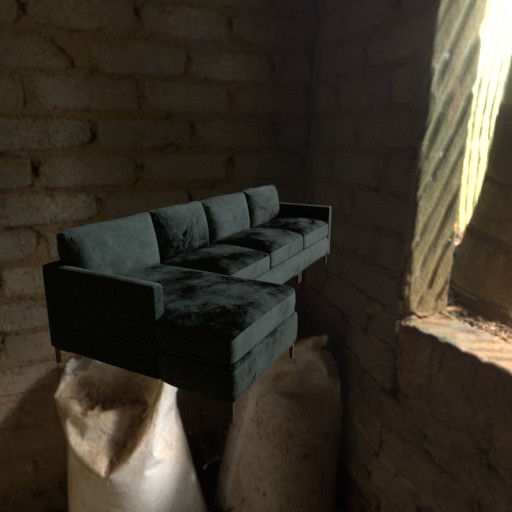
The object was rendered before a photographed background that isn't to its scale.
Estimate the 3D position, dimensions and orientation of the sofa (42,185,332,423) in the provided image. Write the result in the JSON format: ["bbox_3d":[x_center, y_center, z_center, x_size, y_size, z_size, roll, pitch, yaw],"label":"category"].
[{"bbox_3d":[0.000,0.000,4.094,1.500,0.967,3.400,8,17,27],"label":"sofa"}]
